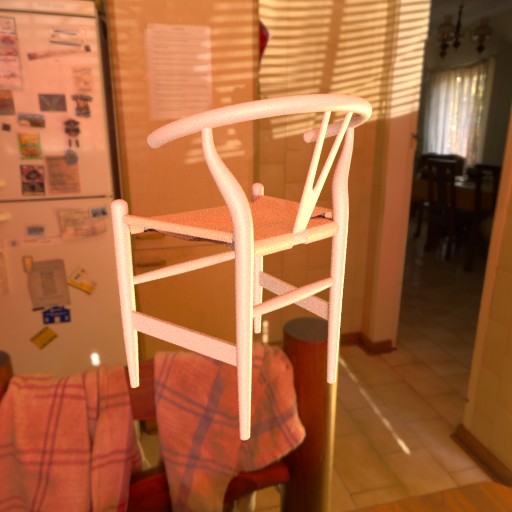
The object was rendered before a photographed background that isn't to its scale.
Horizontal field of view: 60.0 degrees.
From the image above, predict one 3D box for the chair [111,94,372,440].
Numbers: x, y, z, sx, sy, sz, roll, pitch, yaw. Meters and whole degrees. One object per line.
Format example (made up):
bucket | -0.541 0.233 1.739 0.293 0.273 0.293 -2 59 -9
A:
chair | 0.000 0.000 1.105 0.533 0.736 0.500 -15 22 -43
